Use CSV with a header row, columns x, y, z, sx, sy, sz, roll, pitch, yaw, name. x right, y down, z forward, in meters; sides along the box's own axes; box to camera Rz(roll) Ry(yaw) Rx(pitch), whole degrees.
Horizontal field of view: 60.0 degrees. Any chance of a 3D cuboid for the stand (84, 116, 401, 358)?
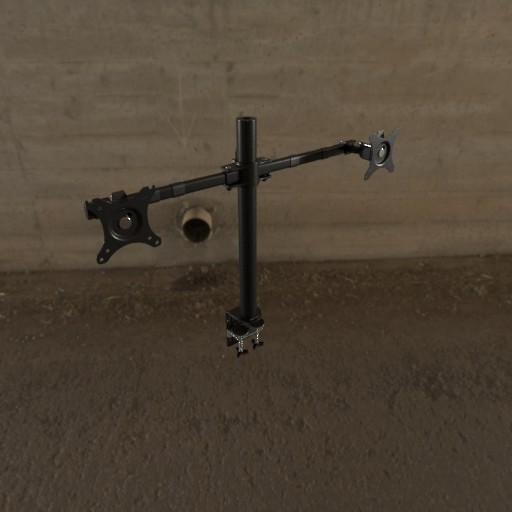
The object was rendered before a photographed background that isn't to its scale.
x,y,z,sx,sy,sz,roll,pitch,yaw,name
0.000,0.000,1.013,0.743,0.603,0.150,-21,35,-32,stand
